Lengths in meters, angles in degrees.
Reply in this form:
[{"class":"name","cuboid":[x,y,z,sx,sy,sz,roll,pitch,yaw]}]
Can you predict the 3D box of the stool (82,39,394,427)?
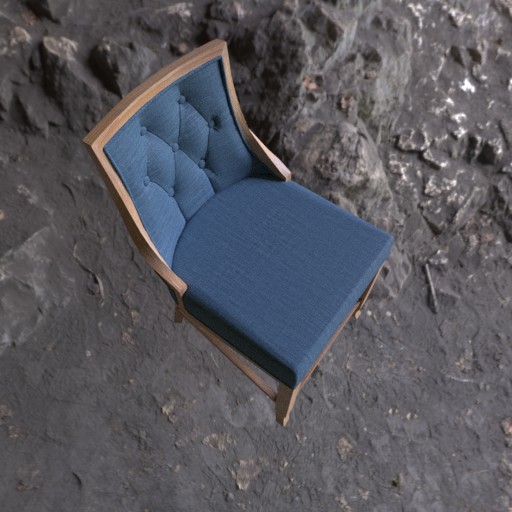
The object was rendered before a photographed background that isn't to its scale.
[{"class":"stool","cuboid":[0.000,0.000,1.309,0.626,0.938,0.524,33,64,18]}]
